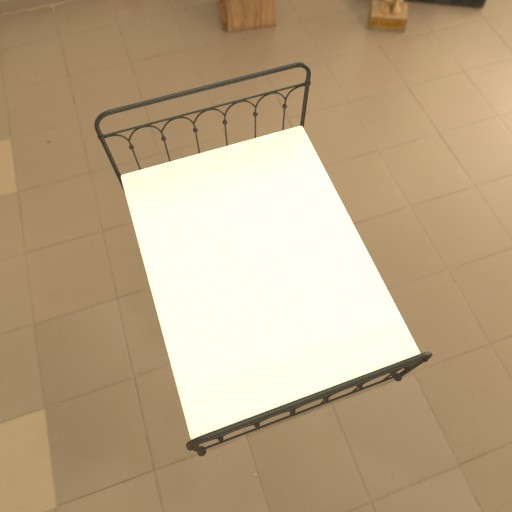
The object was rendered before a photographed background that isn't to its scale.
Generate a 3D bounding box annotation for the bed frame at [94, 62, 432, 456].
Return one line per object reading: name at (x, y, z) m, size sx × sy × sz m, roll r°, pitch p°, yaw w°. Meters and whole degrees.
bed frame at (0.000, 0.000, 3.220) m, size 1.664 × 1.276 × 2.203 m, roll -18°, pitch 65°, yaw -8°
